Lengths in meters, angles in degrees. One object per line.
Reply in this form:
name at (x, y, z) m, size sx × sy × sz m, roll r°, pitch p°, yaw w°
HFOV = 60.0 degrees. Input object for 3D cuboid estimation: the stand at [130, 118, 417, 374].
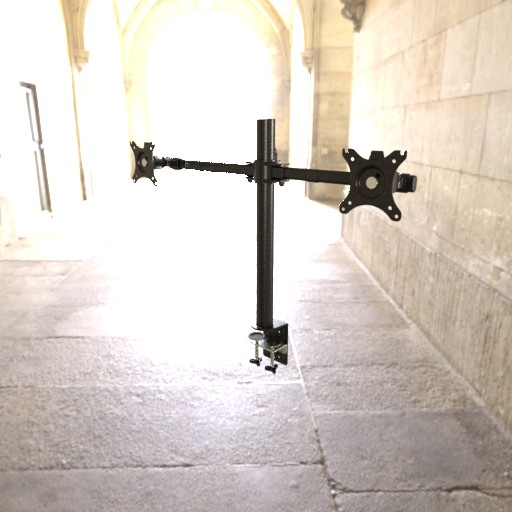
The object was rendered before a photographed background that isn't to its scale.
stand at (0.000, 0.000, 1.019) m, size 0.743 × 0.603 × 0.150 m, roll 14°, pitch 21°, yaw 40°
